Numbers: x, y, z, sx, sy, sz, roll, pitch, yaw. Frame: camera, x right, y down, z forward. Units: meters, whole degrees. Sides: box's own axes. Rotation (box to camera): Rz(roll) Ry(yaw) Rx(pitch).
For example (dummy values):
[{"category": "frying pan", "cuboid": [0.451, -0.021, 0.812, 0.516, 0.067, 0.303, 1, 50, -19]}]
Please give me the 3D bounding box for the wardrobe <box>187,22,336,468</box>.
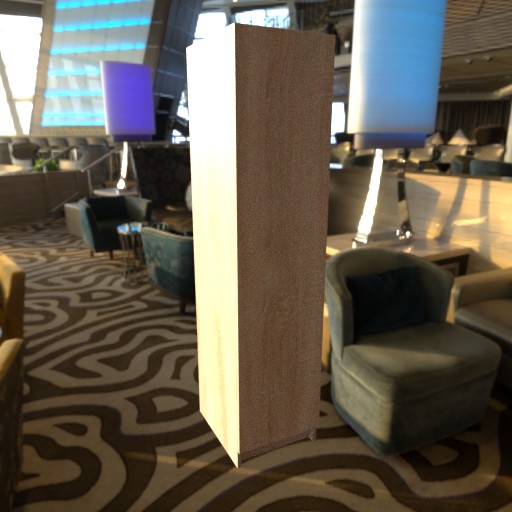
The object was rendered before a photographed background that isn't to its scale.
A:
[{"category": "wardrobe", "cuboid": [0.000, 0.000, 2.391, 0.496, 2.117, 0.588, -8, 17, -26]}]
